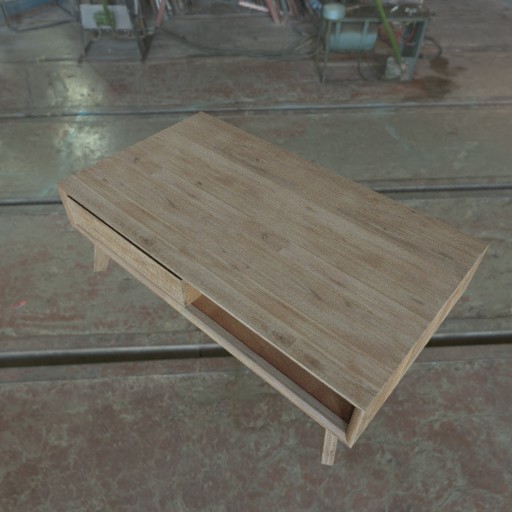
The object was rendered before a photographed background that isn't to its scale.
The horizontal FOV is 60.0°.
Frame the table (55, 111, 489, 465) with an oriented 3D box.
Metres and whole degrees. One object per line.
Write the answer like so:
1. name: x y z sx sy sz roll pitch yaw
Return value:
1. table: 0.000 0.000 2.049 1.619 0.531 0.918 32 54 28
